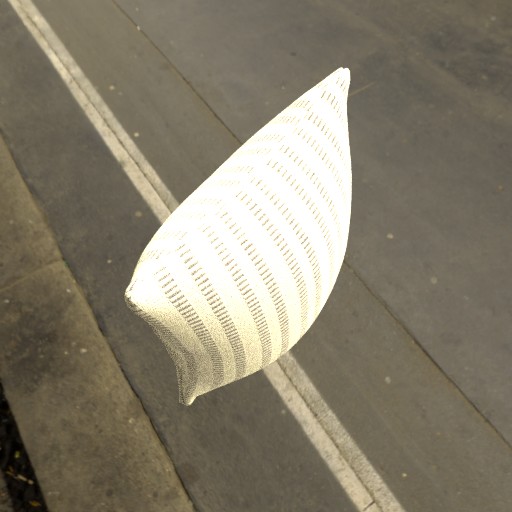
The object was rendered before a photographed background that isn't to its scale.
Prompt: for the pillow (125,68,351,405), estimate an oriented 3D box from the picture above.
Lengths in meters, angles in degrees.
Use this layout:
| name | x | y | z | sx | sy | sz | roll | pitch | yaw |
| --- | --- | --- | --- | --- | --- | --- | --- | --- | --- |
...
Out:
| name | x | y | z | sx | sy | sz | roll | pitch | yaw |
| --- | --- | --- | --- | --- | --- | --- | --- | --- | --- |
| pillow | 0.000 | 0.000 | 0.690 | 0.247 | 0.419 | 0.438 | 31 | 63 | 18 |
